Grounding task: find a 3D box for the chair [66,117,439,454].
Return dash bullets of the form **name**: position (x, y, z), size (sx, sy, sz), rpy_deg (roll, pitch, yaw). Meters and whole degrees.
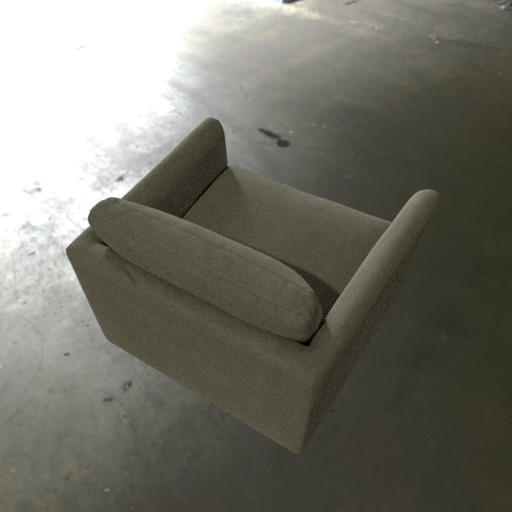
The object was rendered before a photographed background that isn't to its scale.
- **chair**: position (0.000, 0.000, 1.941), size (1.190, 0.845, 1.091), rpy_deg (24, 52, 20)
